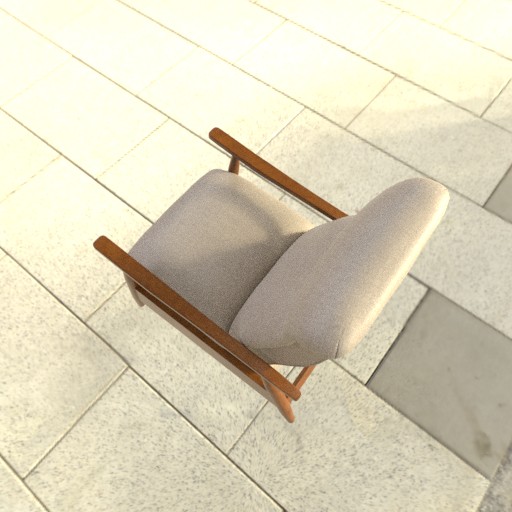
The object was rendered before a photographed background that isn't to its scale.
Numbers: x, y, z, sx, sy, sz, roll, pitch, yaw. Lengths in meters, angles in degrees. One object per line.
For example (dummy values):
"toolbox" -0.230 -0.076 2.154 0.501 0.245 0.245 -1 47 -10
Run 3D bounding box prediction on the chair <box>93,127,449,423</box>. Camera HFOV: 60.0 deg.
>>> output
"chair" 0.000 0.000 1.793 1.032 1.082 0.762 34 68 16
